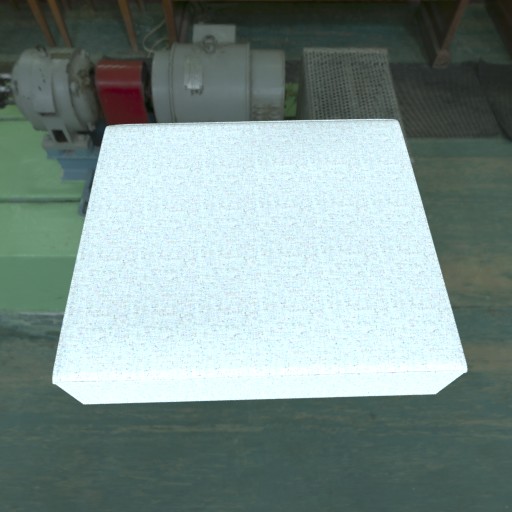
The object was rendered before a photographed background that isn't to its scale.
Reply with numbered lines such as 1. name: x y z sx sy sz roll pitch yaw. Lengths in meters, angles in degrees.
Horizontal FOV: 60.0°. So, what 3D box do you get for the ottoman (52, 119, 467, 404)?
1. ottoman: 0.000 0.000 1.188 0.835 0.303 0.736 -1 59 -1
